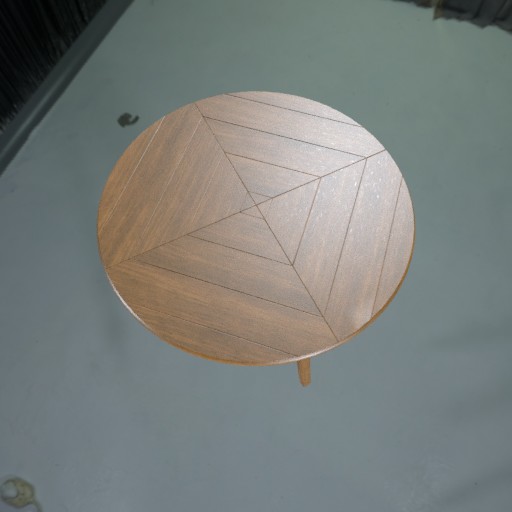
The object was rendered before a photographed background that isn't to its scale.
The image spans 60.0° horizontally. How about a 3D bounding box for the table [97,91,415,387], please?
[{"bbox_3d":[0.000,0.000,1.811,1.055,0.757,1.055,0,63,0],"label":"table"}]
